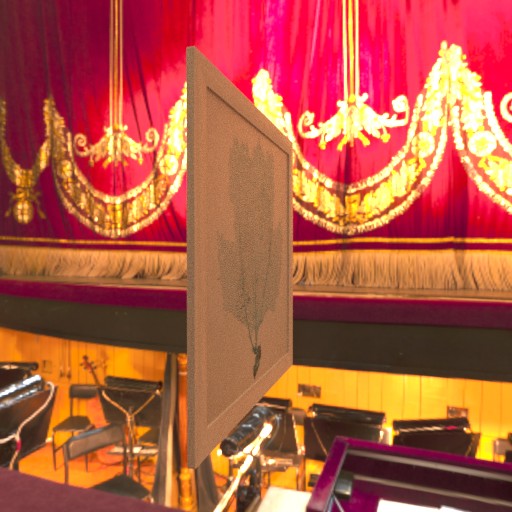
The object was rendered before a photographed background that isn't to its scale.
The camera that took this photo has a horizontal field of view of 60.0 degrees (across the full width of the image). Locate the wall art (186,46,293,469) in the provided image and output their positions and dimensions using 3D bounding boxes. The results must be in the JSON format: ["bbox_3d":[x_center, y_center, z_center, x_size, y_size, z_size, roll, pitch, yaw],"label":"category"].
[{"bbox_3d":[0.000,0.000,0.889,0.013,0.584,0.584,0,1,18],"label":"wall art"}]
